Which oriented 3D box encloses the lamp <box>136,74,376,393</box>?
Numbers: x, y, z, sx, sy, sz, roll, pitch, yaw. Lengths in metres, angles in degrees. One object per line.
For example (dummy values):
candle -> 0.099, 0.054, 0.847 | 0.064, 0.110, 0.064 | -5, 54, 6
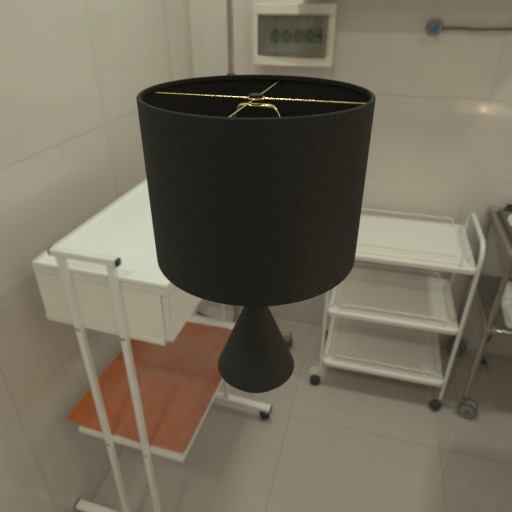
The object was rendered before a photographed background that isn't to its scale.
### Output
lamp -> 0.000, 0.000, 0.827 | 0.359, 0.584, 0.359 | 8, 31, 13
